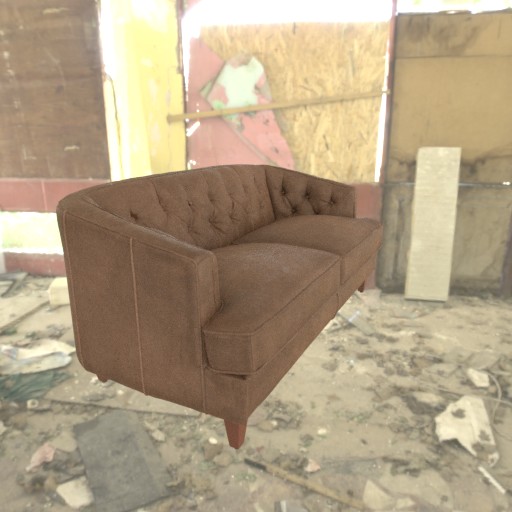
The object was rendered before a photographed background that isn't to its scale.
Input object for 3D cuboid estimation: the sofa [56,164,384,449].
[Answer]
[{"bbox_3d":[0.000,0.000,2.177,0.917,0.799,1.767,8,18,26],"label":"sofa"}]
